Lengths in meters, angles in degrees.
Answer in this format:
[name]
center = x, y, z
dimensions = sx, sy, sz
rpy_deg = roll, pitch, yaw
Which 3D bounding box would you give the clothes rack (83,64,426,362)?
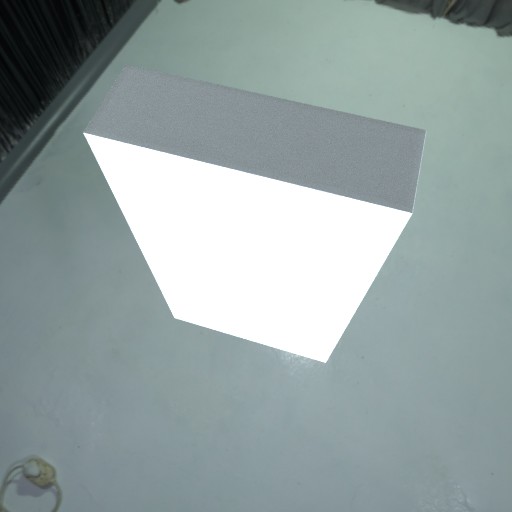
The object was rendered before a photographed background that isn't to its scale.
[clothes rack]
center = 0.000, 0.000, 1.588
dimensions = 0.750, 1.280, 0.250
rpy_deg = 15, 64, 8
